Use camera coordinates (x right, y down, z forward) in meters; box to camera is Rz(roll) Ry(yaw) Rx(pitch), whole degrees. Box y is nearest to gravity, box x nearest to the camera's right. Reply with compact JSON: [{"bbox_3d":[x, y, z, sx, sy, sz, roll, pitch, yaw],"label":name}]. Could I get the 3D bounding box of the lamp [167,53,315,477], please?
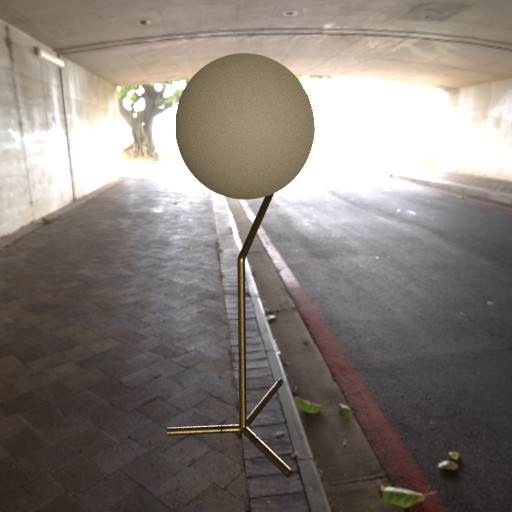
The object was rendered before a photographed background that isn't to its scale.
[{"bbox_3d":[0.000,0.000,0.669,0.210,0.552,0.251,7,17,25],"label":"lamp"}]
